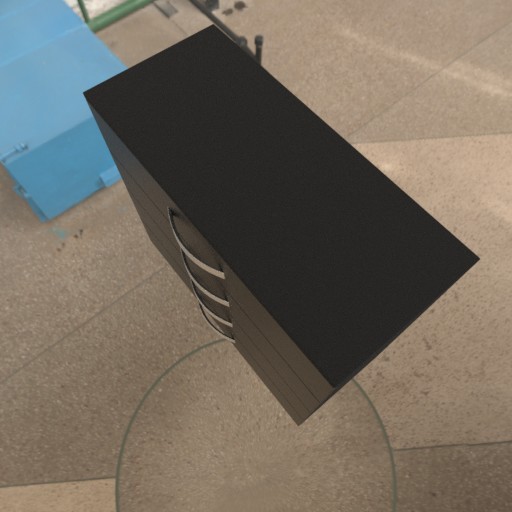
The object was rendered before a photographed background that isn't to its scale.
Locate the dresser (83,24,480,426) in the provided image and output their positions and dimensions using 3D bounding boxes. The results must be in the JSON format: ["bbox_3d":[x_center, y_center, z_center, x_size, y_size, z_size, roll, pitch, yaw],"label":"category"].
[{"bbox_3d":[0.000,0.000,1.142,0.360,0.720,0.750,-36,69,-16],"label":"dresser"}]
